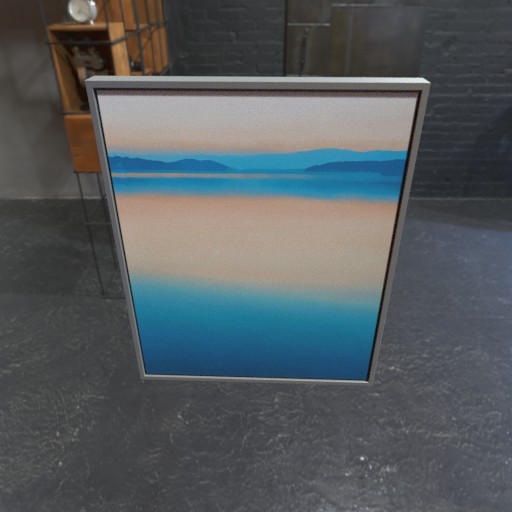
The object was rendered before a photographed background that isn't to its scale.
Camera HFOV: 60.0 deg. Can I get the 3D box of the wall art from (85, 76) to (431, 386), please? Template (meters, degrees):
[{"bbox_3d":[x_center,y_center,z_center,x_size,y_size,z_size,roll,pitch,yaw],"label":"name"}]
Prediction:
[{"bbox_3d":[0.000,0.000,0.738,0.453,0.554,0.037,1,31,2],"label":"wall art"}]
